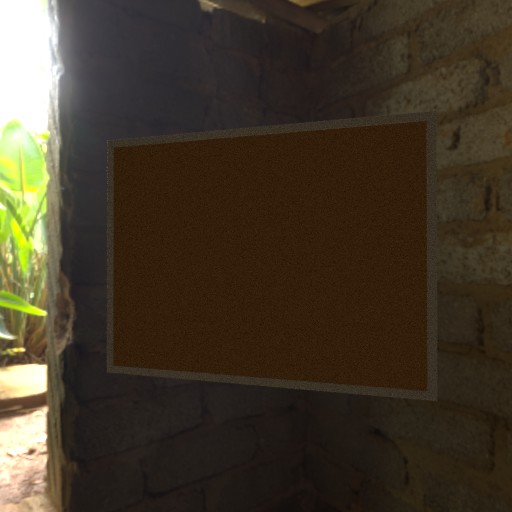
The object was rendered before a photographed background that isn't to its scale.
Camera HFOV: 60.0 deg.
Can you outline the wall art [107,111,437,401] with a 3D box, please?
[{"bbox_3d":[0.000,0.000,1.378,1.041,0.787,0.053,0,0,17],"label":"wall art"}]
